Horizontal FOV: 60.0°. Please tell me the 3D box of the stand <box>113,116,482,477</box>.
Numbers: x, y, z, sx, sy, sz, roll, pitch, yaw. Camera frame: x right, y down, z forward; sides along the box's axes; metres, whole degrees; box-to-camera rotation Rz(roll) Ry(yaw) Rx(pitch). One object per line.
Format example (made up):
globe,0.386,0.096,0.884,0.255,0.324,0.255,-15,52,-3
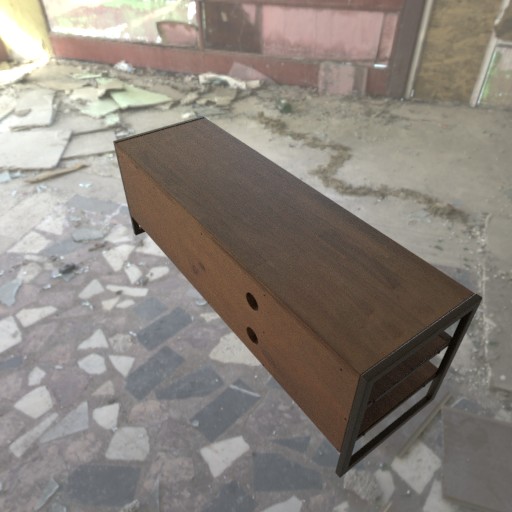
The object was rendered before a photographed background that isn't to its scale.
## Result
stand,0.000,0.000,1.722,0.454,0.506,1.480,-25,47,-26
